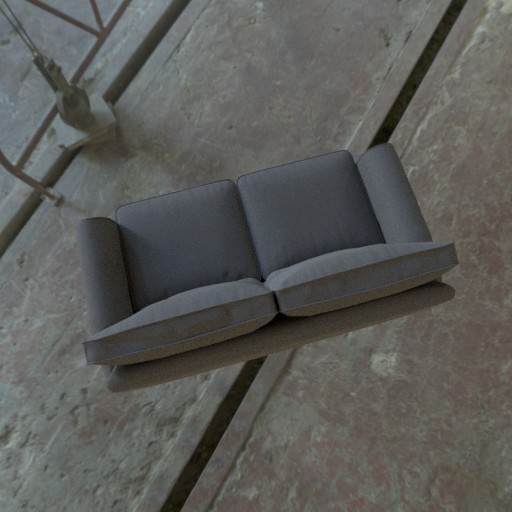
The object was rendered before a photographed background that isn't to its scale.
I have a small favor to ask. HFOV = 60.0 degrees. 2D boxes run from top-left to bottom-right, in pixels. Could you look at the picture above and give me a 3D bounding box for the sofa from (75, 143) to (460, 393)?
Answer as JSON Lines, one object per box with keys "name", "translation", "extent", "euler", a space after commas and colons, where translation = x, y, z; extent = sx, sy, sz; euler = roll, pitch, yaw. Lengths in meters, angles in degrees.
{"name": "sofa", "translation": [0.000, 0.000, 2.233], "extent": [1.665, 0.937, 0.964], "euler": [-15, 77, -4]}
